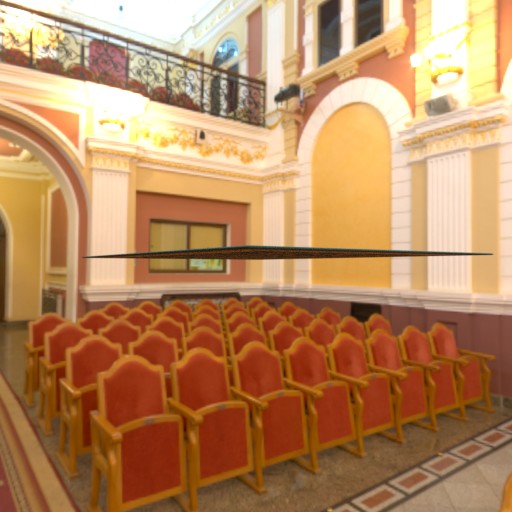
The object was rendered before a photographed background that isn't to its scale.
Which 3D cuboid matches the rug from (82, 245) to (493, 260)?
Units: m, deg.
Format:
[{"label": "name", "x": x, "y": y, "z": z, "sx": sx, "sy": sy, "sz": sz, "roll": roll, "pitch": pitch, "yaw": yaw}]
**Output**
[{"label": "rug", "x": 0.000, "y": 0.000, "z": 3.935, "sx": 2.226, "sy": 0.015, "sz": 3.044, "roll": 1, "pitch": -2, "yaw": -35}]
